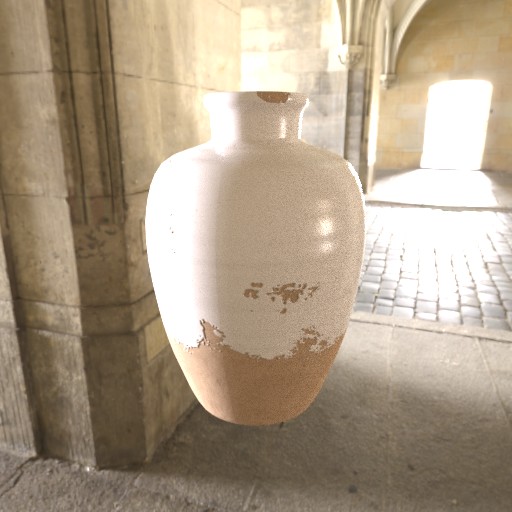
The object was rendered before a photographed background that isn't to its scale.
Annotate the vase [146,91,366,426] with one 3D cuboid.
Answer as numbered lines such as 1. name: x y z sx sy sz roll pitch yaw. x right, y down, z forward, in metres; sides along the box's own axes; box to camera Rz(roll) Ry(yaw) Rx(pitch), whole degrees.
1. vase: 0.000 0.000 0.333 0.158 0.228 0.158 0 16 0
